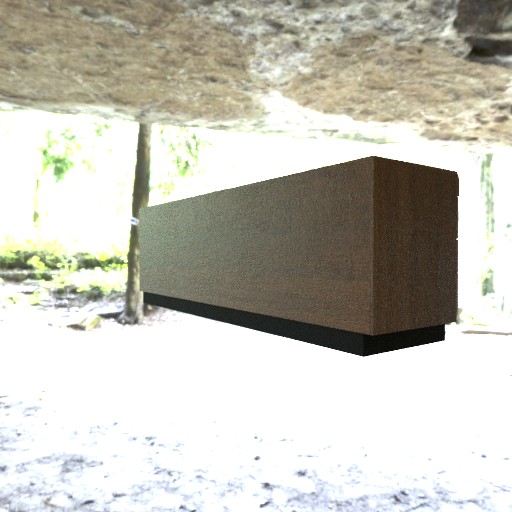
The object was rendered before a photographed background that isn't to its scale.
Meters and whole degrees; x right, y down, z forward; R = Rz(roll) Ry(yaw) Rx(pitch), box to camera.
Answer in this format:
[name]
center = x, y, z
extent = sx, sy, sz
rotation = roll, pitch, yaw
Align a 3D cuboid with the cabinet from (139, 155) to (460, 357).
[cabinet]
center = 0.000, 0.000, 1.873
extent = 0.419, 0.510, 1.600
rotation = 0, 0, -35
